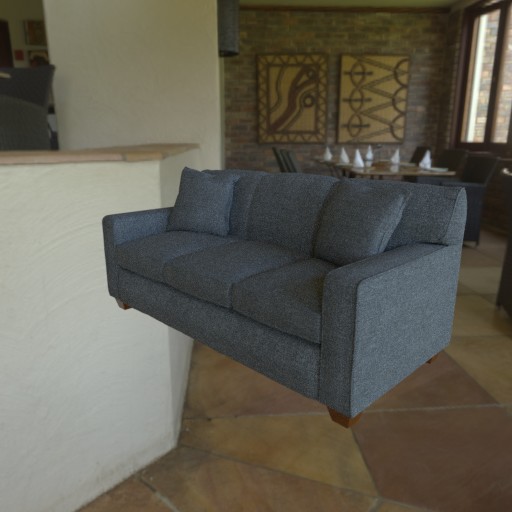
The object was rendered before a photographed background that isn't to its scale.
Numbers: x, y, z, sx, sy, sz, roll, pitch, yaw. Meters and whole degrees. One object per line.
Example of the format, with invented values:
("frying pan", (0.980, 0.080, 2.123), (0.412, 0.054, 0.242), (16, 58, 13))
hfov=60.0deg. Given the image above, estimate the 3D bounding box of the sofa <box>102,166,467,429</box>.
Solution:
("sofa", (0.000, 0.000, 2.630), (0.997, 0.958, 2.024), (-14, 21, -43))
